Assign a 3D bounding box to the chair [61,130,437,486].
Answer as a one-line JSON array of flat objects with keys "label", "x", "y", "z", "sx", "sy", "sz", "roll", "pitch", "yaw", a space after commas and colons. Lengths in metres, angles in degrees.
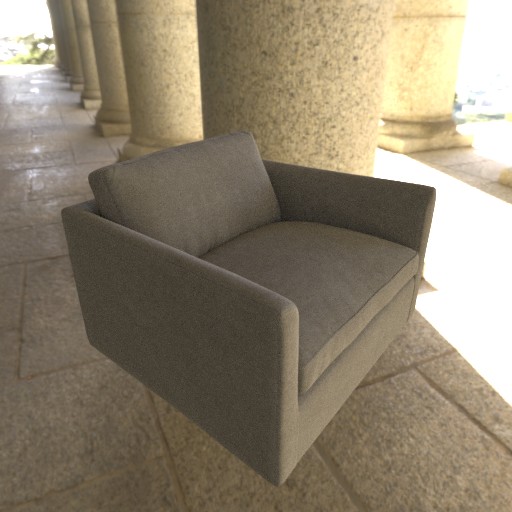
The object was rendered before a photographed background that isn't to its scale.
[{"label": "chair", "x": 0.000, "y": 0.000, "z": 1.843, "sx": 1.091, "sy": 0.845, "sz": 1.190, "roll": 19, "pitch": 32, "yaw": 33}]
